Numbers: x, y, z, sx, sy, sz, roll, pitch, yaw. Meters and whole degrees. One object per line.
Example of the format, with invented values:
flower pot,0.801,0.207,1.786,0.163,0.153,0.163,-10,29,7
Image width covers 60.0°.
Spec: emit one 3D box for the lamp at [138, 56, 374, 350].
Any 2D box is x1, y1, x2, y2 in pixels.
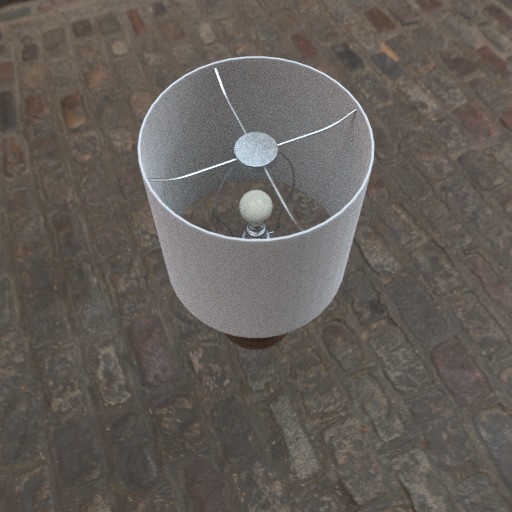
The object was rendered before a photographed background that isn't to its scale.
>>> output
lamp,0.000,0.000,0.474,0.186,0.369,0.186,0,64,0
